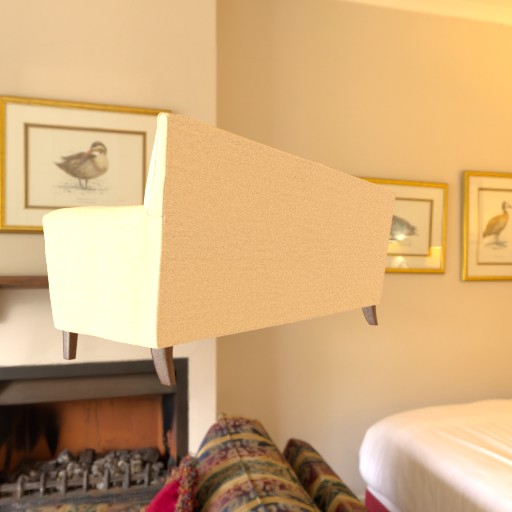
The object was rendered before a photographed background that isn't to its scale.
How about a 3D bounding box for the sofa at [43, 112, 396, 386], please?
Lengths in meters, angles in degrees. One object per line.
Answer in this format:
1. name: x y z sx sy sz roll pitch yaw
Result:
1. sofa: 0.000 0.000 2.423 0.841 0.907 2.001 0 -1 37
